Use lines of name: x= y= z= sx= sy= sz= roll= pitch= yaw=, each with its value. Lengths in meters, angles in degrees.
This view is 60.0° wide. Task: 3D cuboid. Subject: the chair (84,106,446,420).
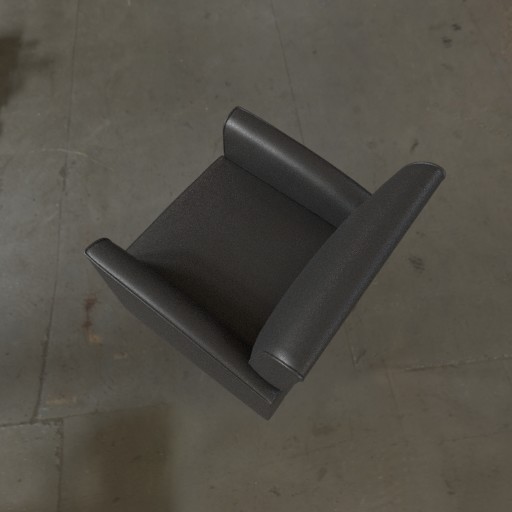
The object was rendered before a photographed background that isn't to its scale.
chair: x=0.000 y=0.000 z=1.626 sx=0.819 sy=0.916 sz=0.820 roll=34 pitch=68 yaw=16
